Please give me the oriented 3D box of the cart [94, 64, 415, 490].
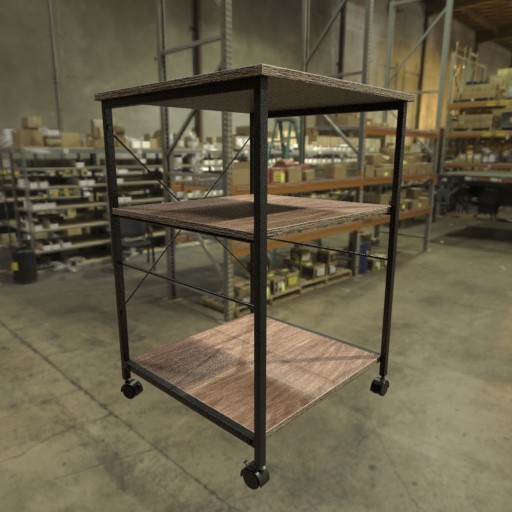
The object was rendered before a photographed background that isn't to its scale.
[{"bbox_3d":[0.000,0.000,1.103,0.520,0.762,0.521,12,18,42],"label":"cart"}]
